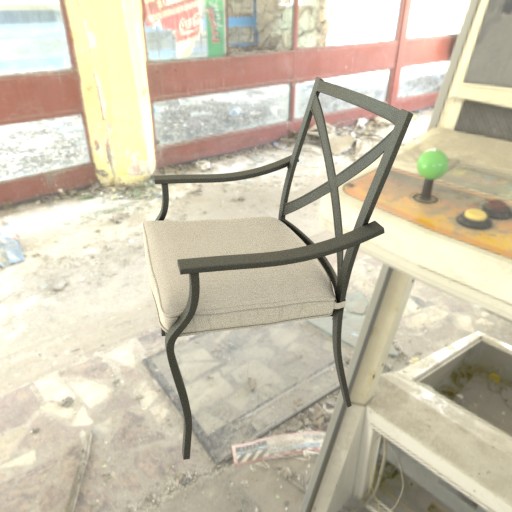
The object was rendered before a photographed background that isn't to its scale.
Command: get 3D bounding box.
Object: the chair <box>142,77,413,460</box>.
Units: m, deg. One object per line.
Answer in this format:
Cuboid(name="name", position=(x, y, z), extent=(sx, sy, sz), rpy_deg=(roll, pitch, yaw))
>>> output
Cuboid(name="chair", position=(0.000, 0.000, 1.293), extent=(0.620, 0.889, 0.575), rpy_deg=(-9, 31, -14))
